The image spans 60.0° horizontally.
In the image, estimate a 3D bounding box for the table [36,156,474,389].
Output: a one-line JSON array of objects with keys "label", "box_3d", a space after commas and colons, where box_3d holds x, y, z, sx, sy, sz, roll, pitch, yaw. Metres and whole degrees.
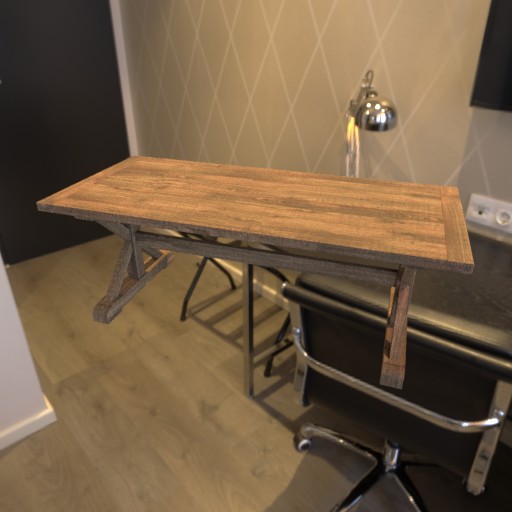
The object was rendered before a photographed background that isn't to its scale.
[{"label": "table", "box_3d": [0.000, 0.000, 2.503, 2.031, 0.733, 0.907, 9, 30, 16]}]
